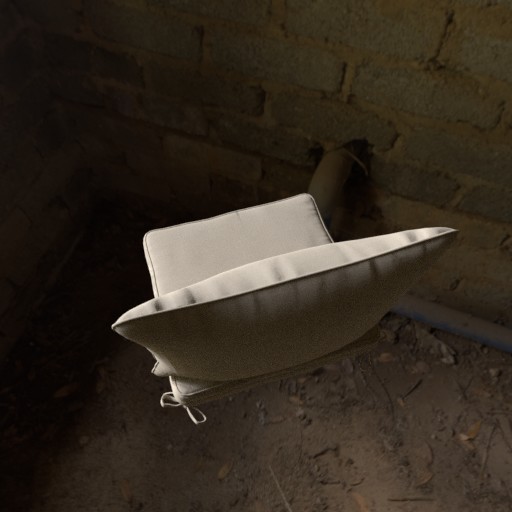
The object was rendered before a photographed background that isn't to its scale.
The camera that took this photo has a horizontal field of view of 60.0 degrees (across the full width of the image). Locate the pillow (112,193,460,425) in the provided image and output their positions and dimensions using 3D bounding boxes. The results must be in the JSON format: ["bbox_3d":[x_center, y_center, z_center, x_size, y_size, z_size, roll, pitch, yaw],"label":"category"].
[{"bbox_3d":[0.000,0.000,1.349,0.798,0.716,0.733,-15,59,-9],"label":"pillow"}]
